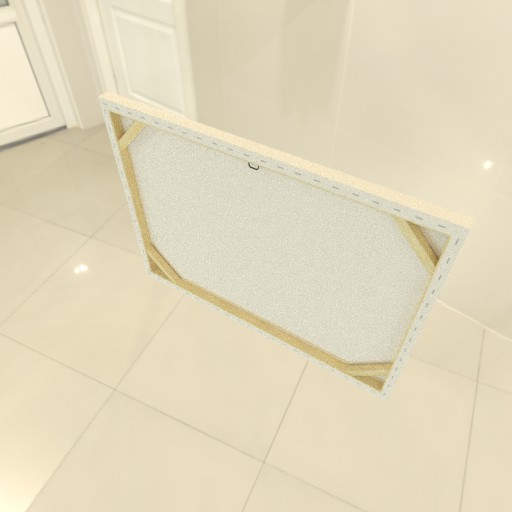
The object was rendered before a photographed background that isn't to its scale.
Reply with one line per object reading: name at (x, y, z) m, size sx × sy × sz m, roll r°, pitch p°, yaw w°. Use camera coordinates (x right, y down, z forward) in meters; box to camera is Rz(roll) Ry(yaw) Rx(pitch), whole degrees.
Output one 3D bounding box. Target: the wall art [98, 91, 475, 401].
wall art at (0.000, 0.000, 1.342) m, size 1.016 × 0.762 × 0.038 m, roll 25°, pitch 52°, yaw 21°
